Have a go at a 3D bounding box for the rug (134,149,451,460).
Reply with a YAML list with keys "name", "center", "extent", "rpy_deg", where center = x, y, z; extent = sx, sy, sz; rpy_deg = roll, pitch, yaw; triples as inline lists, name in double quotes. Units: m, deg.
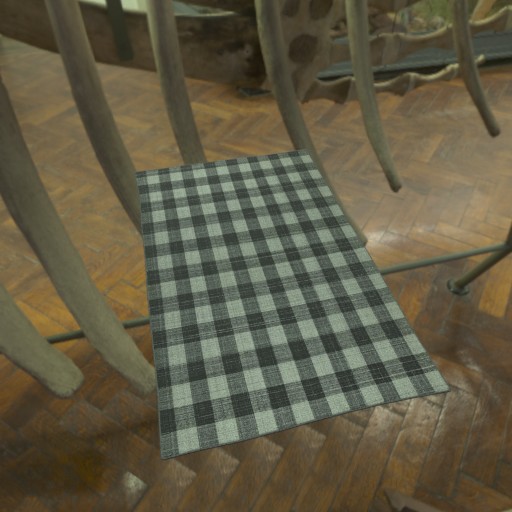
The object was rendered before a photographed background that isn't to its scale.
- name: "rug"
  center: [0.000, 0.000, 3.087]
  extent: [1.554, 0.011, 2.476]
  rpy_deg: [-10, 46, -10]
